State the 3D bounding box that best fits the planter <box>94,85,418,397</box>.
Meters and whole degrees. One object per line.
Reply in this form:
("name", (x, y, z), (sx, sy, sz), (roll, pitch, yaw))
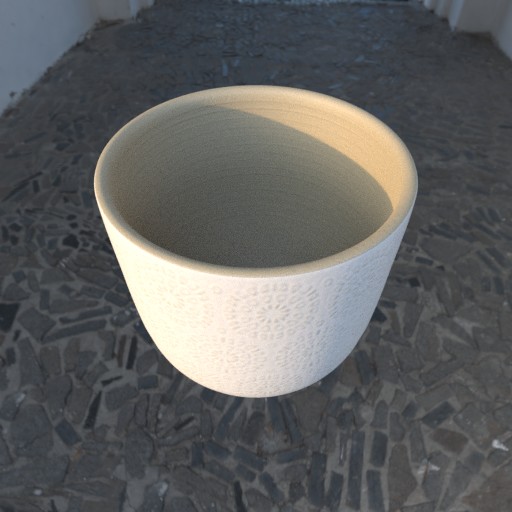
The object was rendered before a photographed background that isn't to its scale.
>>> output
("planter", (0.000, 0.000, 0.361), (0.208, 0.190, 0.208), (0, 47, 0))
